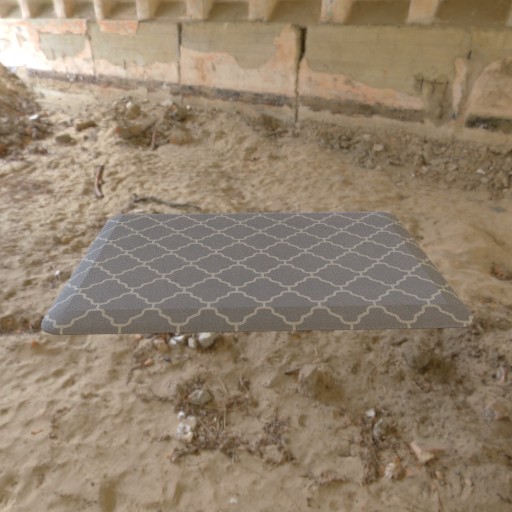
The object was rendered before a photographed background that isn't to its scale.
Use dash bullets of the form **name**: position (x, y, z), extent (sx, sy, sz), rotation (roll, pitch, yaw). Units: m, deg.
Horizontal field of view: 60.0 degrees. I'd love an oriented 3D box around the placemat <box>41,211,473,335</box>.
- **placemat**: position (0.000, 0.000, 0.974), extent (0.762, 0.021, 0.508), rotation (-1, 28, -1)
